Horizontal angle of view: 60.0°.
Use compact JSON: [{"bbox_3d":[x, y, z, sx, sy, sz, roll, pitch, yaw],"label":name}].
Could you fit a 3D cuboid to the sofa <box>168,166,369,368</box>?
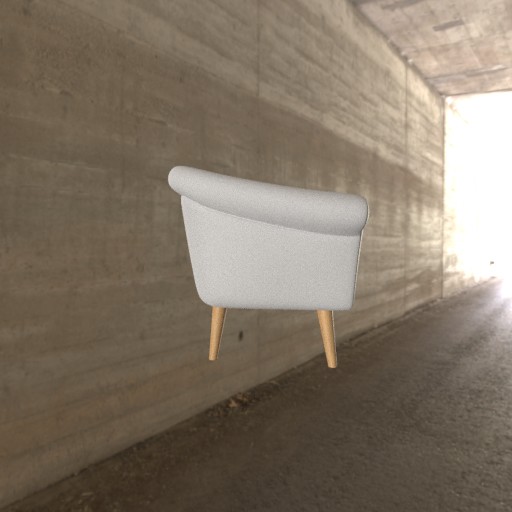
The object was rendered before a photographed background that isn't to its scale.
[{"bbox_3d":[0.000,0.000,2.614,0.827,0.795,2.160,0,1,0],"label":"sofa"}]
